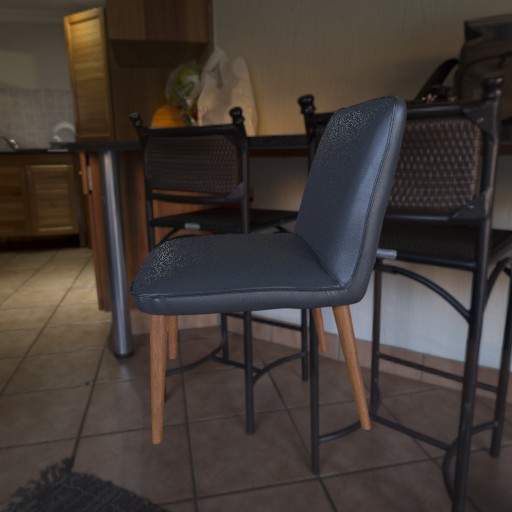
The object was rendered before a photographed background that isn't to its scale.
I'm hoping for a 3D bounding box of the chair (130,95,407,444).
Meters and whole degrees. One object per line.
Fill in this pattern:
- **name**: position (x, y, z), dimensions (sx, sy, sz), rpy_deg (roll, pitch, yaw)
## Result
- **chair**: position (0.000, 0.000, 1.218), dimensions (0.645, 0.801, 0.543), rpy_deg (-2, 14, -10)
